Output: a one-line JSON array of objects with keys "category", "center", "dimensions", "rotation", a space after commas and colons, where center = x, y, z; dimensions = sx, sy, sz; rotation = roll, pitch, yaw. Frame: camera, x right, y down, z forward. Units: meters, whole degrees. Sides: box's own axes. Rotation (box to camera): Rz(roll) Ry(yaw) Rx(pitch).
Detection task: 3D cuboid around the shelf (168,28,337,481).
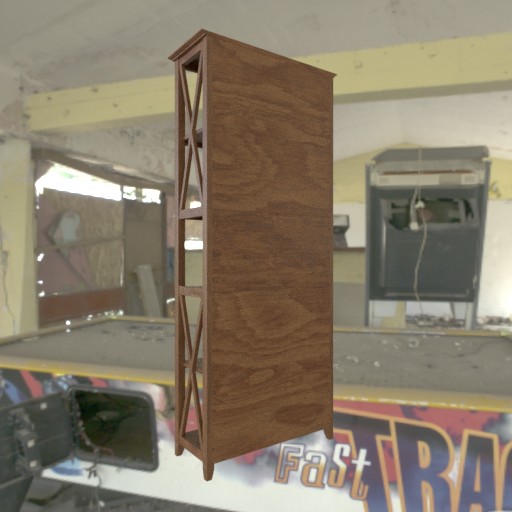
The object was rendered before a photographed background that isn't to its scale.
[{"category": "shelf", "center": [0.000, 0.000, 2.224], "dimensions": [0.805, 1.905, 0.335], "rotation": [0, 0, -36]}]
